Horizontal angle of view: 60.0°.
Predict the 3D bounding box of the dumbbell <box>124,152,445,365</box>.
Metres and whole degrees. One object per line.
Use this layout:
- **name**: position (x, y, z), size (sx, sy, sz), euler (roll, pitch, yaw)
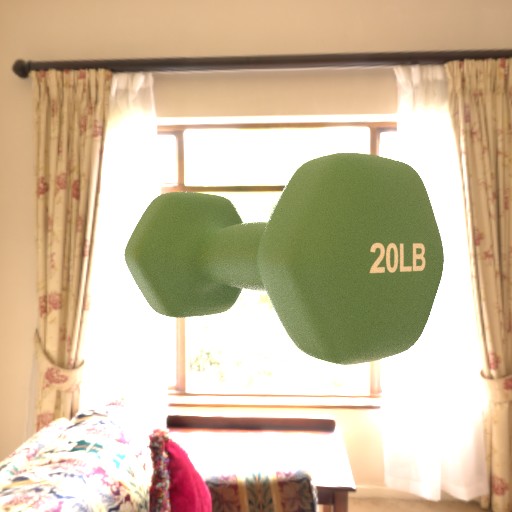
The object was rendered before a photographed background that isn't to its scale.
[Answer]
- **dumbbell**: position (0.000, 0.000, 0.333), size (0.126, 0.114, 0.257), euler (-1, 1, -36)
